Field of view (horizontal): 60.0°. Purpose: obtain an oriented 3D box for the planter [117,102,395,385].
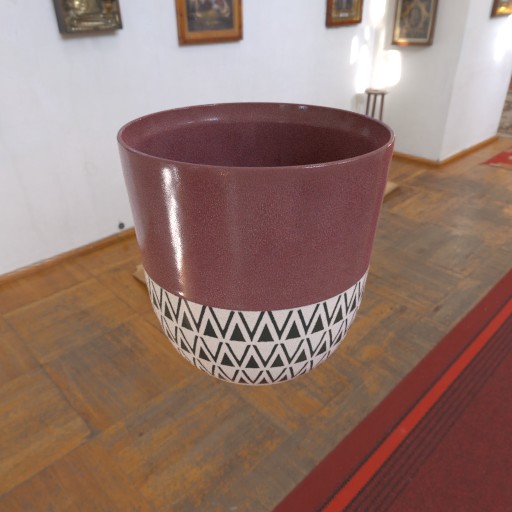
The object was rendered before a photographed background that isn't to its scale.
[{"bbox_3d":[0.000,0.000,0.372,0.195,0.214,0.195,0,29,0],"label":"planter"}]
